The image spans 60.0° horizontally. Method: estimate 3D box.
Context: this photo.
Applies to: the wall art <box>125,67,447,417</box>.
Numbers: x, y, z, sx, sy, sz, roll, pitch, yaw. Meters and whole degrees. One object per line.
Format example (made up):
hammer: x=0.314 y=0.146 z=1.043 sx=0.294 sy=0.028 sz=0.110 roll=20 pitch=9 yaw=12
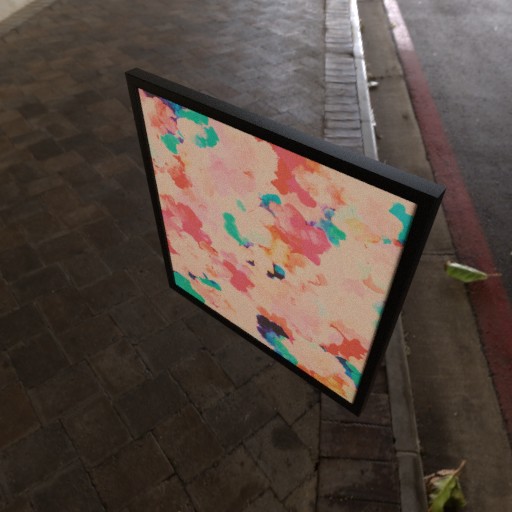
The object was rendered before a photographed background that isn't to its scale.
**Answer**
wall art: x=0.000 y=0.000 z=1.134 sx=0.756 sy=0.755 sz=0.036 roll=30 pitch=52 yaw=27
